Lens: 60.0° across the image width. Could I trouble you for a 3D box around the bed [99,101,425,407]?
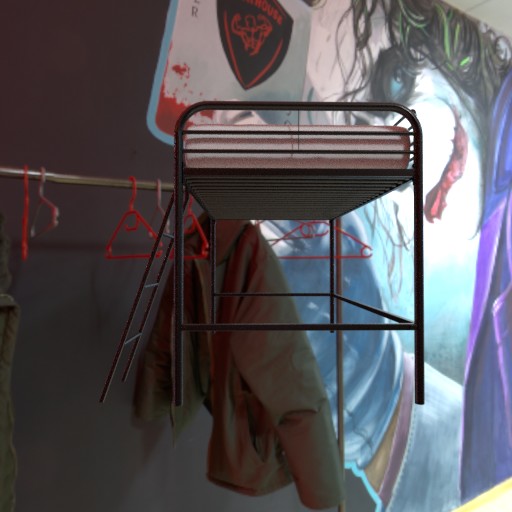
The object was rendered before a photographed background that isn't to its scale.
[{"bbox_3d":[0.000,0.000,2.843,1.393,1.289,1.968,0,-1,-1],"label":"bed"}]
